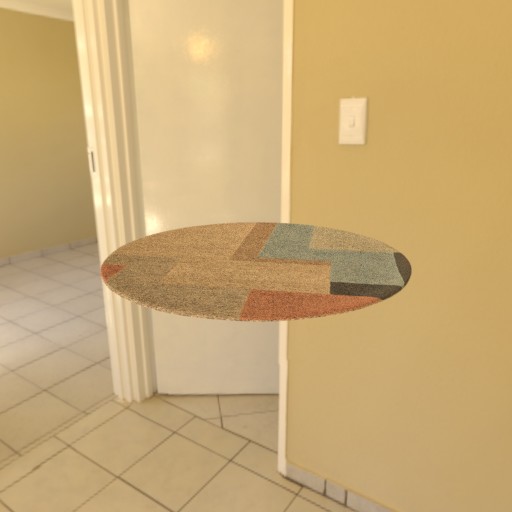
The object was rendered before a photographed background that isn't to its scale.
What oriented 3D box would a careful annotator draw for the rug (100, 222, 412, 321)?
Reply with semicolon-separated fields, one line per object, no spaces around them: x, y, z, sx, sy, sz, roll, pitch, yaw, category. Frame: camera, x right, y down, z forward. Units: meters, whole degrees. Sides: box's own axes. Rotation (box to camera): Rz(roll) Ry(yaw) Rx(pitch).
0.000;0.000;3.691;2.461;0.033;2.461;0;17;0;rug
